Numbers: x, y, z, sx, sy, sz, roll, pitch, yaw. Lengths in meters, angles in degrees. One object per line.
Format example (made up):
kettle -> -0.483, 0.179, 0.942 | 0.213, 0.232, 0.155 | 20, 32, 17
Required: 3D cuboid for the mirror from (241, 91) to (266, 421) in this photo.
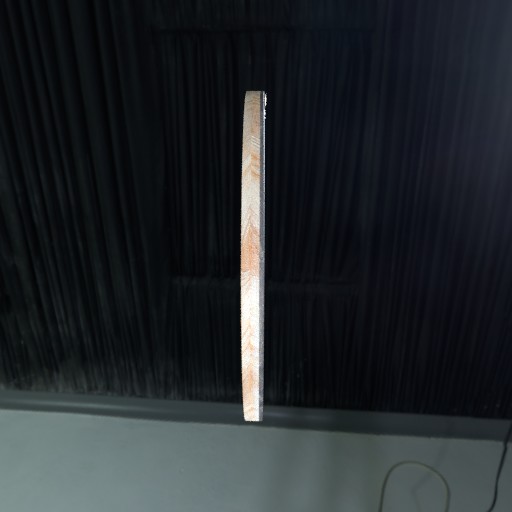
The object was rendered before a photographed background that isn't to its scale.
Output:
mirror -> 0.000, 0.000, 1.020 | 0.038, 0.710, 0.710 | 0, 25, 1
